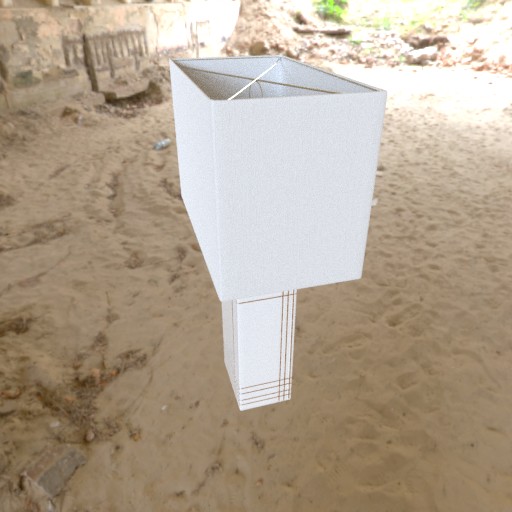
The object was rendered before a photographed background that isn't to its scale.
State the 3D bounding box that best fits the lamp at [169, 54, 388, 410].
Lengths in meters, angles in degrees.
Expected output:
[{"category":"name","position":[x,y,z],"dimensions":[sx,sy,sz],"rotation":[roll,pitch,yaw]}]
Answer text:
[{"category":"lamp","position":[0.000,0.000,0.698],"dimensions":[0.182,0.543,0.334],"rotation":[-8,31,-14]}]
